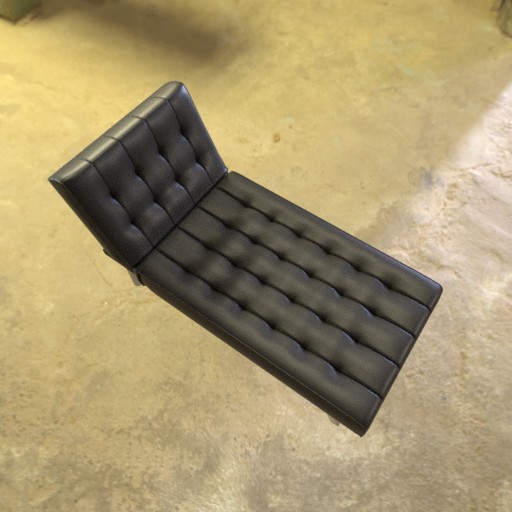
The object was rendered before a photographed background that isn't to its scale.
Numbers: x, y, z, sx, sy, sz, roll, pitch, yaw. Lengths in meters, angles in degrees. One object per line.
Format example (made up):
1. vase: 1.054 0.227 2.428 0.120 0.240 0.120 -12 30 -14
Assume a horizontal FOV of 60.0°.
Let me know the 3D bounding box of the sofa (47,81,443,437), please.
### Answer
1. sofa: 0.000 0.000 2.017 1.560 0.820 0.760 31 64 17
